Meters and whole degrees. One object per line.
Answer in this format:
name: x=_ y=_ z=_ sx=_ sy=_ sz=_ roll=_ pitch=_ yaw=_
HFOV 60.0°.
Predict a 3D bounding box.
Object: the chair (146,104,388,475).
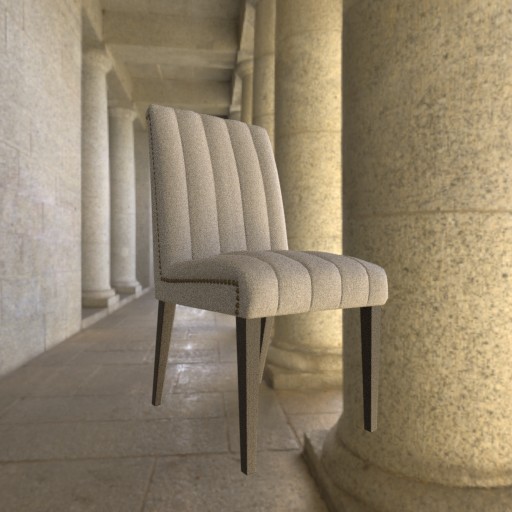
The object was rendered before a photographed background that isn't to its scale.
chair: x=0.000 y=0.000 z=1.383 sx=0.511 sy=1.016 sz=0.647 roll=0 pitch=0 yaw=-35
